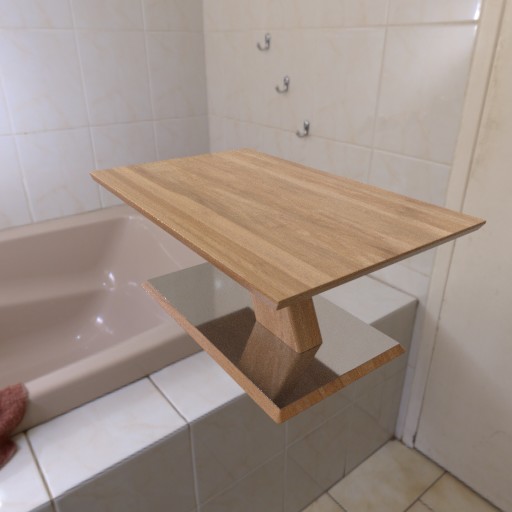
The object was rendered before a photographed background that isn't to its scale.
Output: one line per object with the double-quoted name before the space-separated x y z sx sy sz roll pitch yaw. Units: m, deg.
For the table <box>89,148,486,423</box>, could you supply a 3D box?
"table" 0.000 0.000 1.472 0.692 0.441 1.100 -17 31 -32
